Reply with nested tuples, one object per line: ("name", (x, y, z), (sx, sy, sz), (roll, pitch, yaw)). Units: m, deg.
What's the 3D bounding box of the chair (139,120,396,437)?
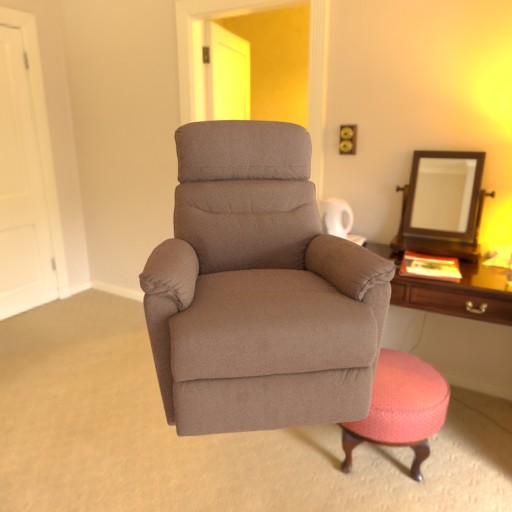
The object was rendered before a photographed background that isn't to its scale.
("chair", (0.000, 0.000, 1.752), (0.820, 1.037, 1.004), (-2, 17, -8))
